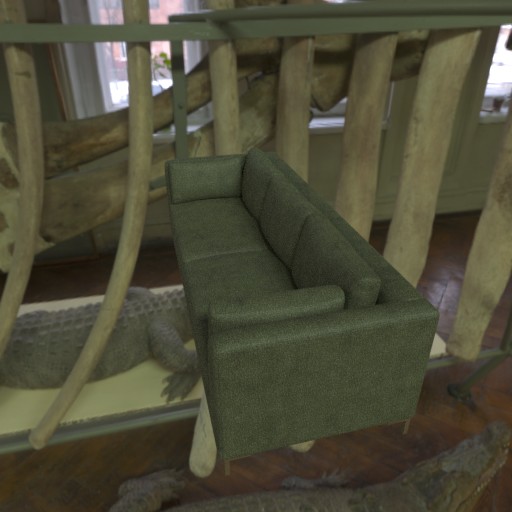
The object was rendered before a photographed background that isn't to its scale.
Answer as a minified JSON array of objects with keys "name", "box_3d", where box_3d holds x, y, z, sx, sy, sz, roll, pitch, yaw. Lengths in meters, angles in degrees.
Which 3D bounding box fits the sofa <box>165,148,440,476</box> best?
[{"name":"sofa","box_3d":[0.000,0.000,2.904,0.969,0.867,2.415,-7,30,-13]}]
